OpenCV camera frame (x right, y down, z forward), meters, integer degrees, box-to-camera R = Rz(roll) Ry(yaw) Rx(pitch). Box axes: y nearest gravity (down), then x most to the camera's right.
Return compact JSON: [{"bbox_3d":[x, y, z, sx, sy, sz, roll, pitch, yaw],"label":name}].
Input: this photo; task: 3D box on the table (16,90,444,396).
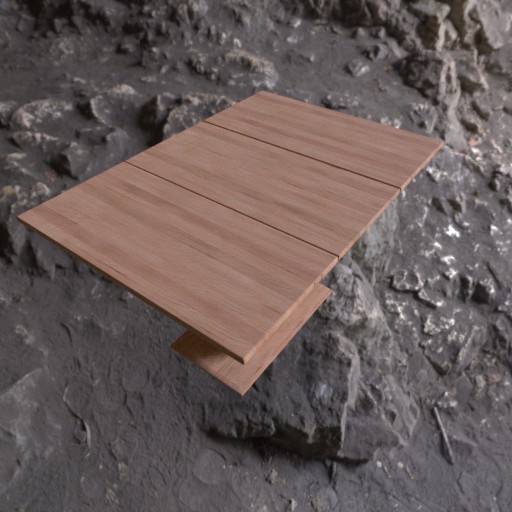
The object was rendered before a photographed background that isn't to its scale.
[{"bbox_3d":[0.000,0.000,1.823,0.900,0.770,1.300,26,47,27],"label":"table"}]
